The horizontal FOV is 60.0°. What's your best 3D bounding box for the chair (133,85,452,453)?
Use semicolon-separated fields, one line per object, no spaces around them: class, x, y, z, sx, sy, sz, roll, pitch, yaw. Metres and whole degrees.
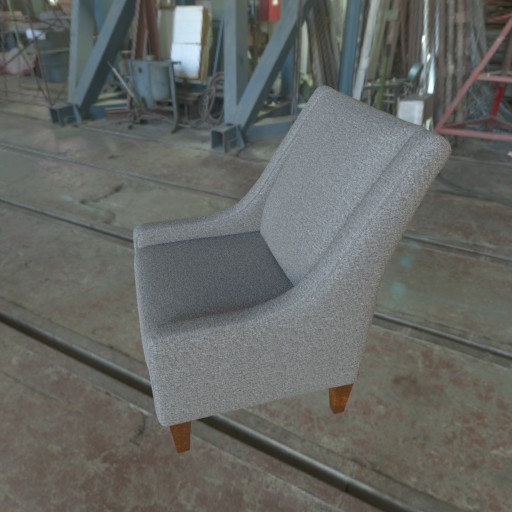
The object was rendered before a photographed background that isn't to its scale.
chair;0.000;0.000;1.603;0.870;1.016;0.774;-9;32;-14
